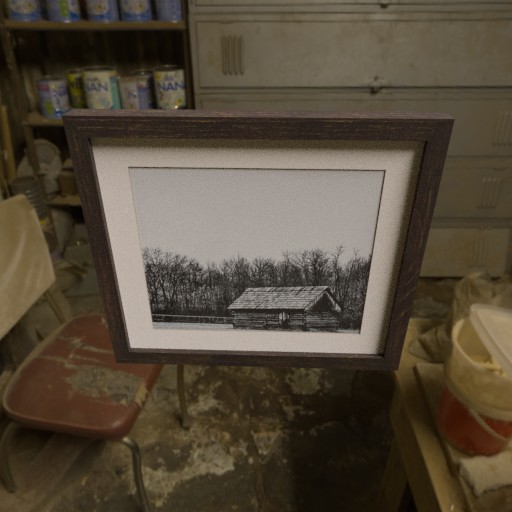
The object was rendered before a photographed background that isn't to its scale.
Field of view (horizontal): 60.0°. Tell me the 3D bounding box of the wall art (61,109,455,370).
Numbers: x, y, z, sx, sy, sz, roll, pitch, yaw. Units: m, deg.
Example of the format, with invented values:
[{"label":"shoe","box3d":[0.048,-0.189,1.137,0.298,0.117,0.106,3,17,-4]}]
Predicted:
[{"label":"wall art","box3d":[0.000,0.000,0.527,0.381,0.330,0.031,1,31,2]}]
